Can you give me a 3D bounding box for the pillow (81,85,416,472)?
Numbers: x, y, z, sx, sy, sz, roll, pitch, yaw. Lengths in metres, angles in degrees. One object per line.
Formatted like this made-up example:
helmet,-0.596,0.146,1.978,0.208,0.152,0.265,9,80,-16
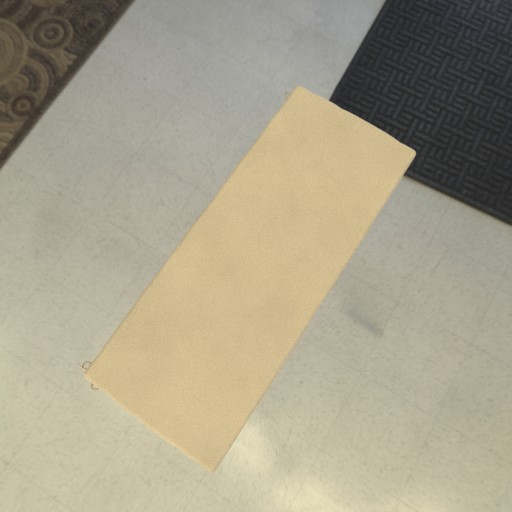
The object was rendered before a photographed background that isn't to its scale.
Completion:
pillow,0.000,0.000,1.362,0.492,0.081,1.187,33,78,8
